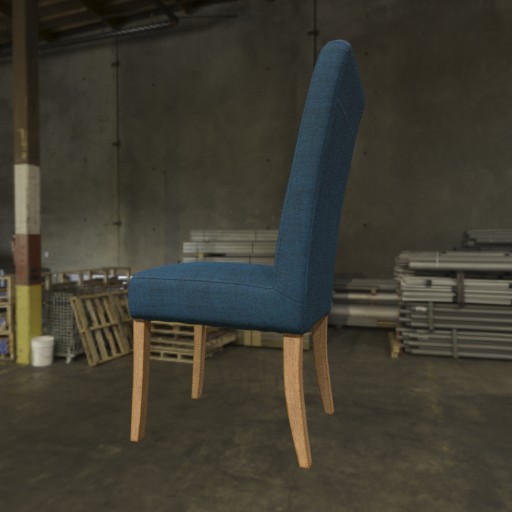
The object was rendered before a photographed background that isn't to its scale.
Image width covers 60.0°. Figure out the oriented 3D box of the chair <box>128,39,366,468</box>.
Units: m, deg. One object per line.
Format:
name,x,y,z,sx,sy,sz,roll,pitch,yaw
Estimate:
chair,0.000,0.000,1.328,0.610,1.029,0.450,0,1,18
